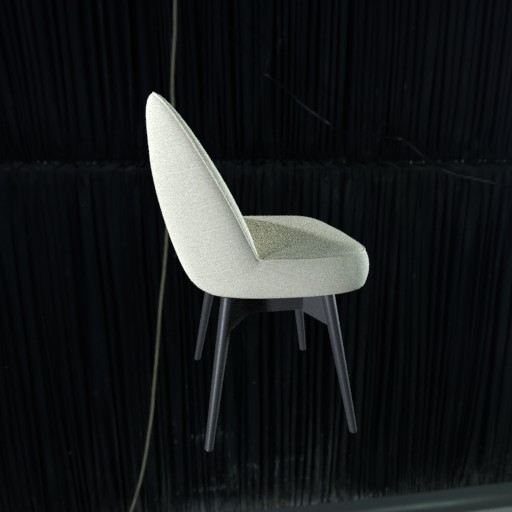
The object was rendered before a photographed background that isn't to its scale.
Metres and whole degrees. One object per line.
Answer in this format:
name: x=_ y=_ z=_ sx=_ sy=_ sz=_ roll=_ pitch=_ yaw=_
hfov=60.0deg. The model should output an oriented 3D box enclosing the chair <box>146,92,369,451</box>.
chair: x=0.000 y=0.000 z=1.217 sx=0.540 sy=0.838 sz=0.532 roll=-3 pitch=16 yaw=-10
